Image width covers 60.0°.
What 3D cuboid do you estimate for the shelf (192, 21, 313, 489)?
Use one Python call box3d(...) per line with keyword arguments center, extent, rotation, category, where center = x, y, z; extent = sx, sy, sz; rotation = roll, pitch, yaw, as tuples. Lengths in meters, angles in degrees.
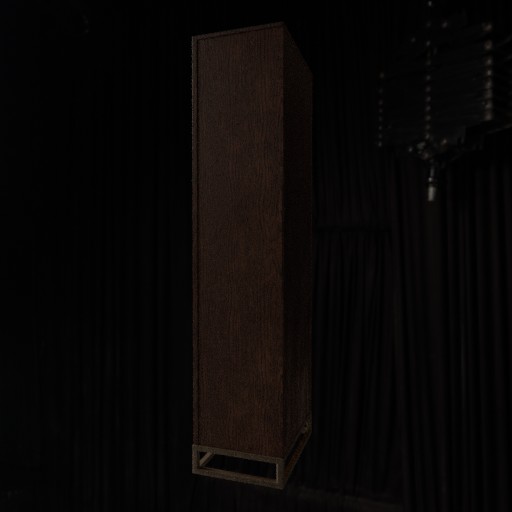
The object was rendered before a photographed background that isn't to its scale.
box3d(center=(0.000, 0.000, 1.955), extent=(0.395, 1.732, 0.539), rotation=(0, 1, 19), category="shelf")
